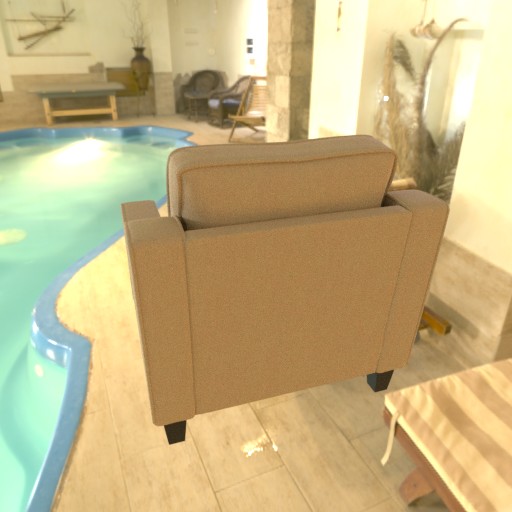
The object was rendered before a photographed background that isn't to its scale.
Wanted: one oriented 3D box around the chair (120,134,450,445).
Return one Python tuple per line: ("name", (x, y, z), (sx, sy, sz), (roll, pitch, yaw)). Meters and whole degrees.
("chair", (0.000, 0.000, 1.671), (0.922, 0.948, 0.882), (-8, 27, -16))
